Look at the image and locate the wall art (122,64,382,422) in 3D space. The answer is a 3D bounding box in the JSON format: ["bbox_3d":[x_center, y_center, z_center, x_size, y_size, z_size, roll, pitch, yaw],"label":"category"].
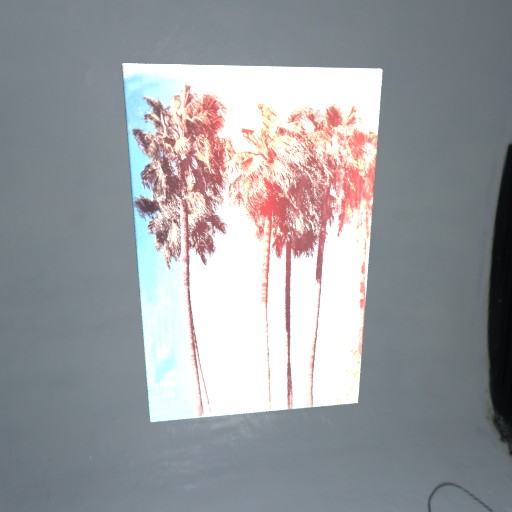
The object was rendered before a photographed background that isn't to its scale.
[{"bbox_3d":[0.000,0.000,0.773,0.401,0.610,0.038,-2,16,-8],"label":"wall art"}]
